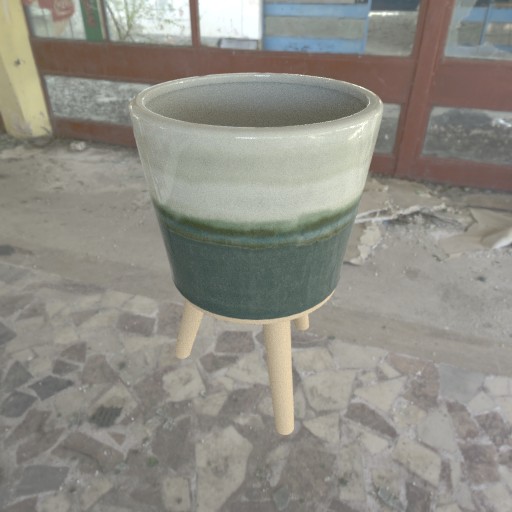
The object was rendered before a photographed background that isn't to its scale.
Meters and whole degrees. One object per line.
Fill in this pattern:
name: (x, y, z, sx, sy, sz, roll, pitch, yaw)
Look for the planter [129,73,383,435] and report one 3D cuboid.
planter: (0.000, 0.000, 0.474, 0.217, 0.331, 0.217, -21, 38, -30)
